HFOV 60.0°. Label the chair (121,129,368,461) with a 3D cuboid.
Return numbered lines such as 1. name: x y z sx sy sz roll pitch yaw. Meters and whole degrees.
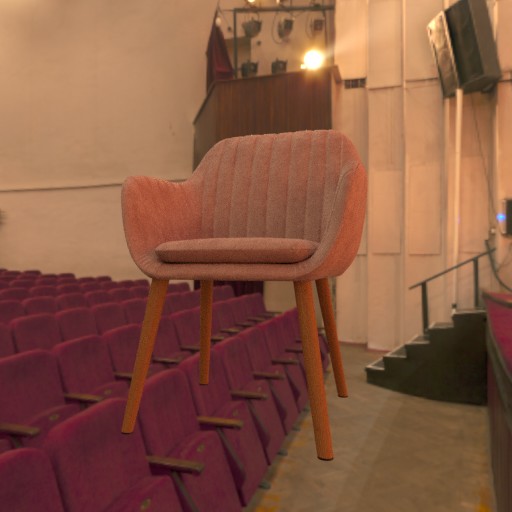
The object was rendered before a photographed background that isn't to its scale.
1. chair: 0.000 0.000 1.233 0.610 0.832 0.570 0 -1 17
